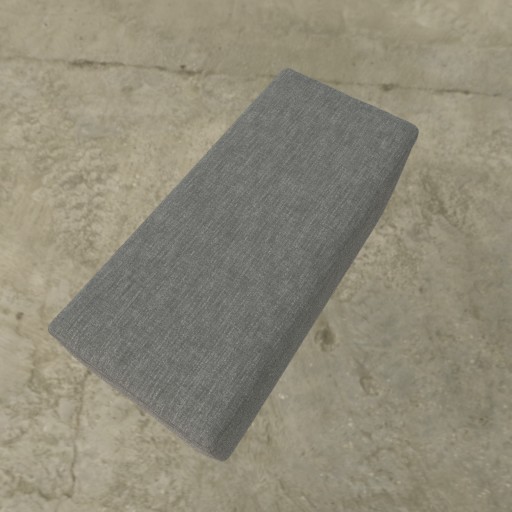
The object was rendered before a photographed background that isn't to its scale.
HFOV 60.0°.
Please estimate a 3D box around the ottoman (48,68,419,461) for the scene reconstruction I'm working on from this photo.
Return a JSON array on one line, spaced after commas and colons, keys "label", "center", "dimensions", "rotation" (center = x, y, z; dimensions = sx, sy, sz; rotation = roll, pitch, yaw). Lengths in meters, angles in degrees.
[{"label": "ottoman", "center": [0.000, 0.000, 1.137], "dimensions": [0.419, 0.432, 0.902], "rotation": [30, 67, 15]}]
